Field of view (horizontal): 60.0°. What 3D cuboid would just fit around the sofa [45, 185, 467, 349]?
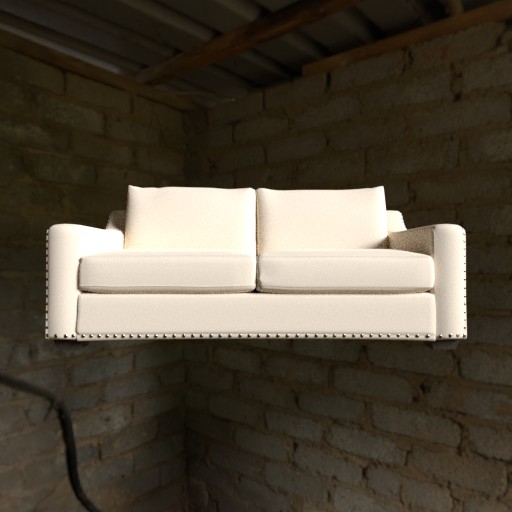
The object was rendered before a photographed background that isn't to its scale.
[{"bbox_3d":[0.000,0.000,2.339,1.812,0.830,0.949,0,0,0],"label":"sofa"}]
